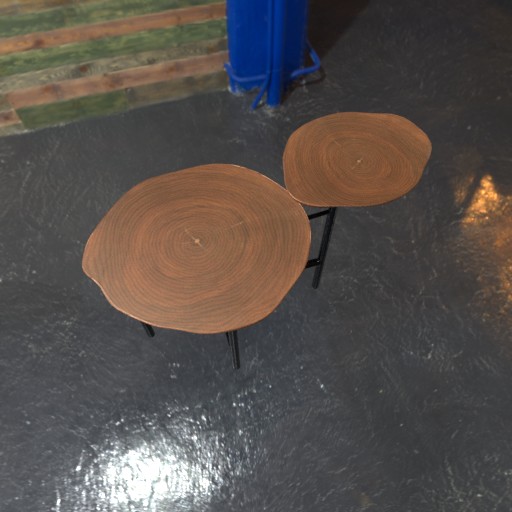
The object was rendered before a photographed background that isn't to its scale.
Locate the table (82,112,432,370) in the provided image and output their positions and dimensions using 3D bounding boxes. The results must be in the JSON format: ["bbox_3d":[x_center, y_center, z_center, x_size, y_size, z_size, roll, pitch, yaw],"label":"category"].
[{"bbox_3d":[0.000,0.000,1.086,0.759,0.538,0.442,-14,59,-9],"label":"table"}]
